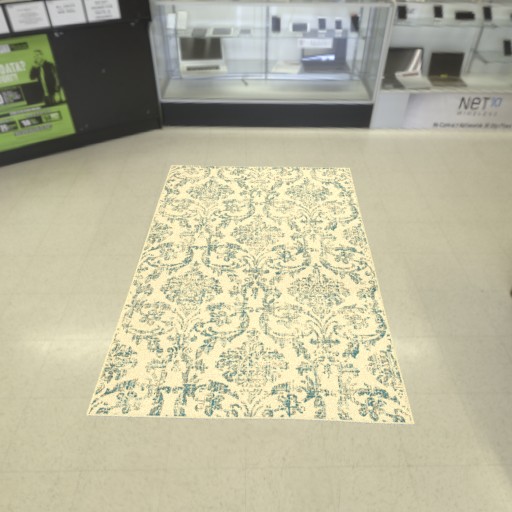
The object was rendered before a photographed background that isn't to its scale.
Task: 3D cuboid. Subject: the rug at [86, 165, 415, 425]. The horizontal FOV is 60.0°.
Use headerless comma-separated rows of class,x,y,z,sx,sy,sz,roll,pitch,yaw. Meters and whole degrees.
rug,0.000,0.000,3.473,1.819,0.018,2.746,1,41,1
